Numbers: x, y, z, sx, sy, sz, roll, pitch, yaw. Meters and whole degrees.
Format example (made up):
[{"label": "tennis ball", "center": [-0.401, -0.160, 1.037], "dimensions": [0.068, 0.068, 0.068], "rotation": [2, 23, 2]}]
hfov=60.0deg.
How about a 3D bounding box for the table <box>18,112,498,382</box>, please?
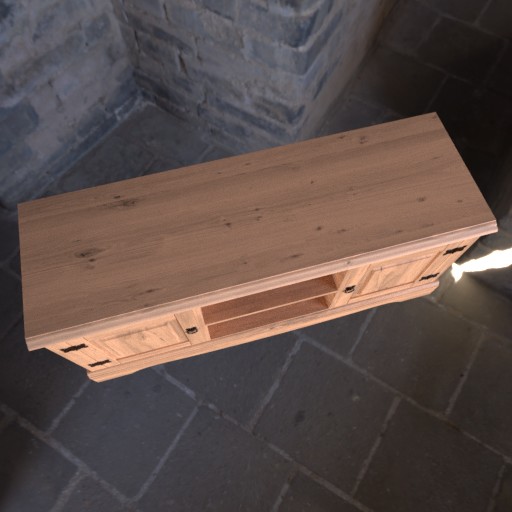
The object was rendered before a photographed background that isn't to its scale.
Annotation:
[{"label": "table", "center": [0.000, 0.000, 1.391], "dimensions": [1.200, 0.510, 0.400], "rotation": [-14, 66, -6]}]
